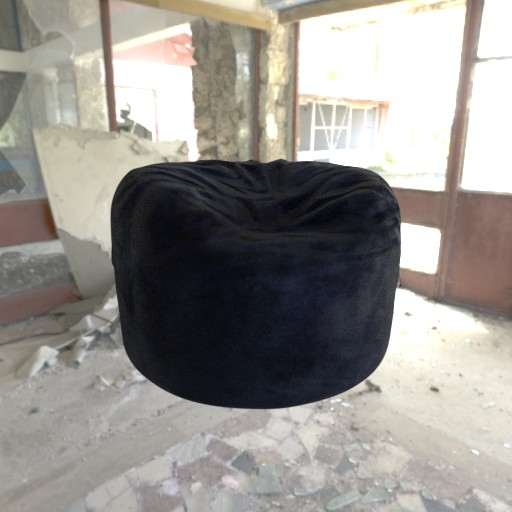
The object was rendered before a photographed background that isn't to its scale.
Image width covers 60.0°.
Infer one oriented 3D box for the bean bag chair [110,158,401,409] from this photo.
[{"bbox_3d":[0.000,0.000,1.486,0.918,0.616,0.918,0,16,0],"label":"bean bag chair"}]
